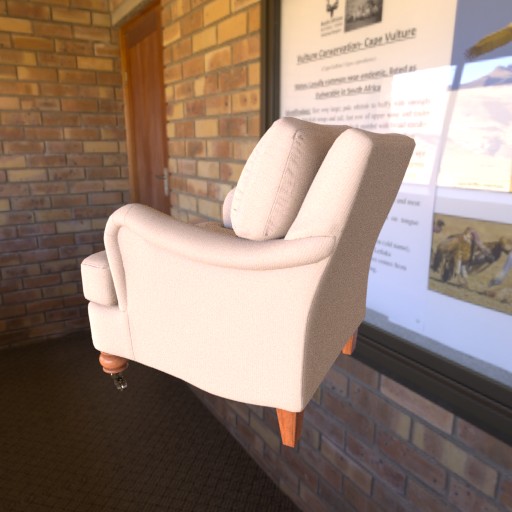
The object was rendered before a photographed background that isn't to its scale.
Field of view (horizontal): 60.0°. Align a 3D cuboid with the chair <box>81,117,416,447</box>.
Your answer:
[{"bbox_3d":[0.000,0.000,1.808,1.070,1.038,0.955,7,16,25],"label":"chair"}]
